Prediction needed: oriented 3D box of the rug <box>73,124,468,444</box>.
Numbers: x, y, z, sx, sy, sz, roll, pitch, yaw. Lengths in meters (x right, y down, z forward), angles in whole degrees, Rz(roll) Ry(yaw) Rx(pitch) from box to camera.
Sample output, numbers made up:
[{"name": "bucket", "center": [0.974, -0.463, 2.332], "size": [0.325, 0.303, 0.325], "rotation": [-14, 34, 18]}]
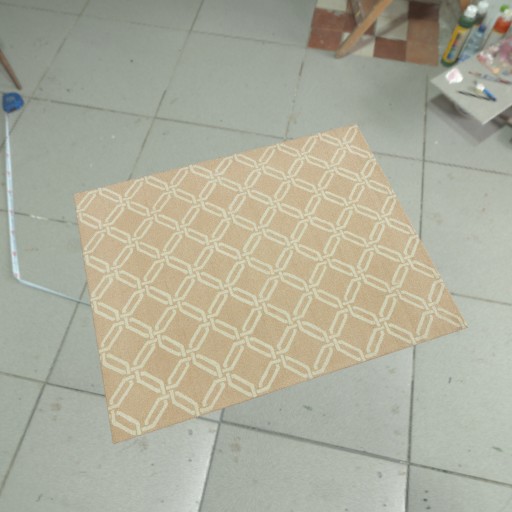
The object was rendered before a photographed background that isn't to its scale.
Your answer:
[{"name": "rug", "center": [0.000, 0.000, 3.893], "size": [2.895, 0.018, 2.288], "rotation": [-16, 64, -8]}]
